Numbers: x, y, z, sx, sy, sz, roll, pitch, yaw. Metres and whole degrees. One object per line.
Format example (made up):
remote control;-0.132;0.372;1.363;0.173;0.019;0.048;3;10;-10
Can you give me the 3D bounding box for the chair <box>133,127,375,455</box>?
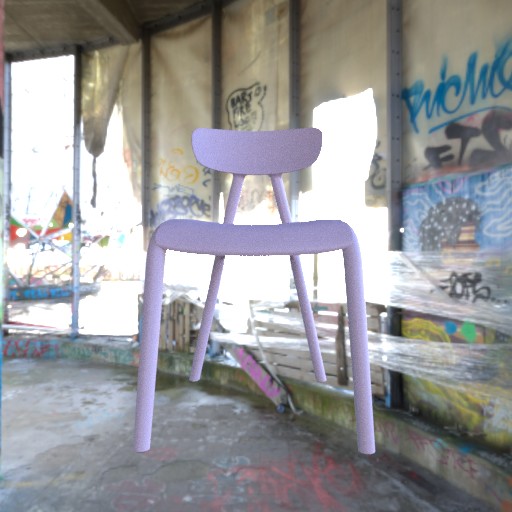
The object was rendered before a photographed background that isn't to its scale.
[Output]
chair;0.000;0.000;0.844;0.356;0.580;0.401;0;0;1
